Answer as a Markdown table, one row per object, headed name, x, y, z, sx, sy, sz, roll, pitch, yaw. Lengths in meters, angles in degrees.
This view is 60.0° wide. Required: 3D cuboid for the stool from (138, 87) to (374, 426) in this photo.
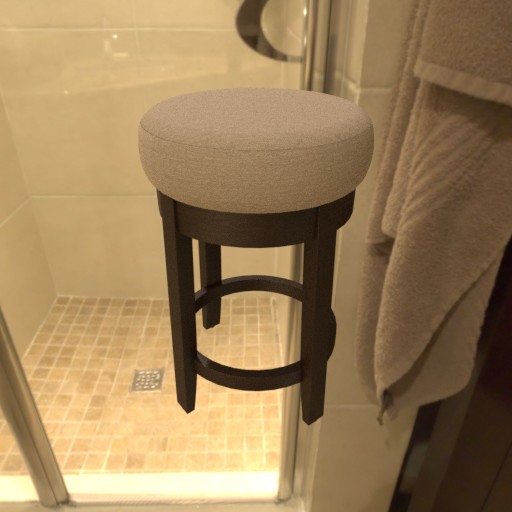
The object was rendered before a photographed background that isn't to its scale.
| name | x | y | z | sx | sy | sz | roll | pitch | yaw |
| --- | --- | --- | --- | --- | --- | --- | --- | --- | --- |
| stool | 0.000 | 0.000 | 0.987 | 0.443 | 0.672 | 0.443 | 0 | 31 | 0 |
